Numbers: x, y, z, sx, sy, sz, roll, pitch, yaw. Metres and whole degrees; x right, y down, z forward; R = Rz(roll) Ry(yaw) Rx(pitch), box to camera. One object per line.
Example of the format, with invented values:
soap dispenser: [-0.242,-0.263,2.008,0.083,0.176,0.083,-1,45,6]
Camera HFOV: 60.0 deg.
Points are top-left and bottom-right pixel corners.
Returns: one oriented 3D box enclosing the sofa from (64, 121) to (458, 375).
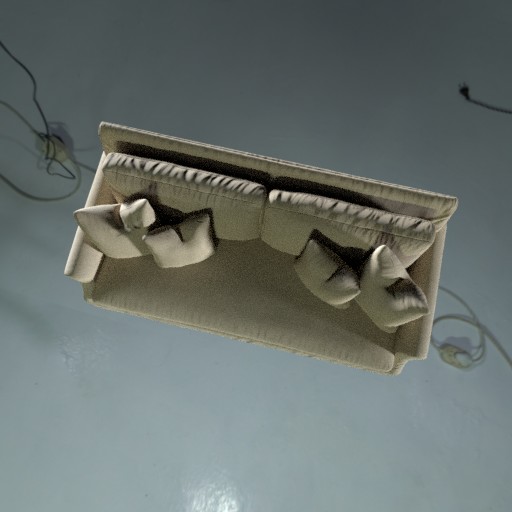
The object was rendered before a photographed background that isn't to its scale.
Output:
sofa: [0.000,0.000,2.847,2.285,0.904,1.067,13,77,3]
